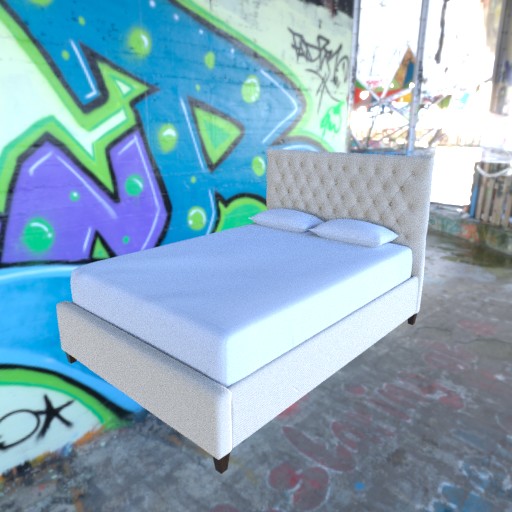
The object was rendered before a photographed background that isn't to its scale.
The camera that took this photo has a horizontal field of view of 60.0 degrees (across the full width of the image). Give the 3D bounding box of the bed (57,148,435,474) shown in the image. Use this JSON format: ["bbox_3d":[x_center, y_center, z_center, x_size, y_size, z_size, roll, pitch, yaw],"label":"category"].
[{"bbox_3d":[0.000,0.000,3.353,1.698,1.427,2.387,15,22,40],"label":"bed"}]
